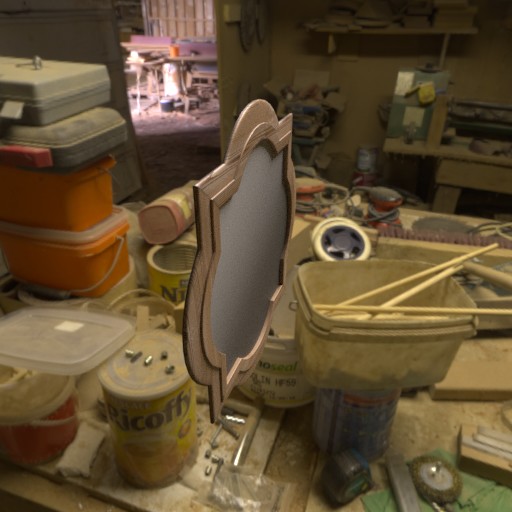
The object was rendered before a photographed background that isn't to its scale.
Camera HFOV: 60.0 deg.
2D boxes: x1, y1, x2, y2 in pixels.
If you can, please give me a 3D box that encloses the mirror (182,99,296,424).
[{"bbox_3d":[0.000,0.000,1.048,0.019,0.686,0.686,10,31,17],"label":"mirror"}]
